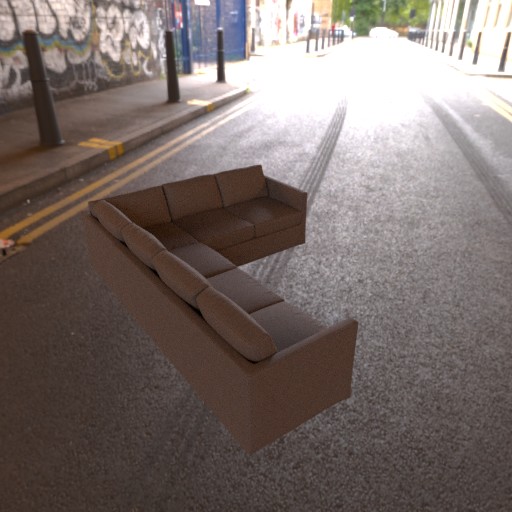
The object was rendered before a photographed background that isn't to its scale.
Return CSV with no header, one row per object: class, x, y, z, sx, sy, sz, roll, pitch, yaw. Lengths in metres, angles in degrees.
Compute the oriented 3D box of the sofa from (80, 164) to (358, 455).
sofa,0.000,0.000,4.402,2.432,0.871,3.182,-19,33,-32
